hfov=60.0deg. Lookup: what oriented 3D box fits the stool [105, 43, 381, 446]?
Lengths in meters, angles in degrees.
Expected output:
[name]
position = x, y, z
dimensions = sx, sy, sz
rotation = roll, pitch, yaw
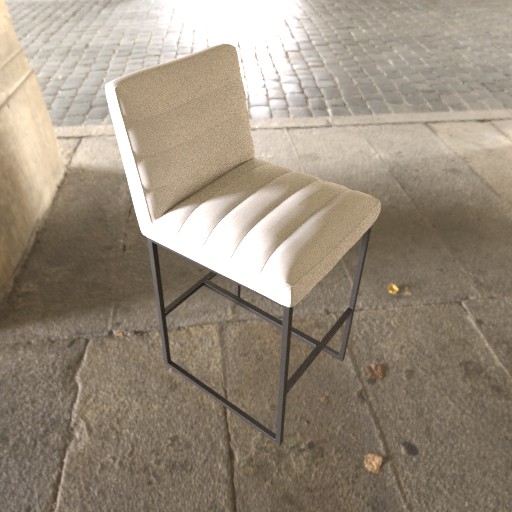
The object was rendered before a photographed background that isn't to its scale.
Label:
[stool]
position = 0.000, 0.000, 1.363
dimensions = 0.573, 1.061, 0.464
rotation = 26, 47, 28
